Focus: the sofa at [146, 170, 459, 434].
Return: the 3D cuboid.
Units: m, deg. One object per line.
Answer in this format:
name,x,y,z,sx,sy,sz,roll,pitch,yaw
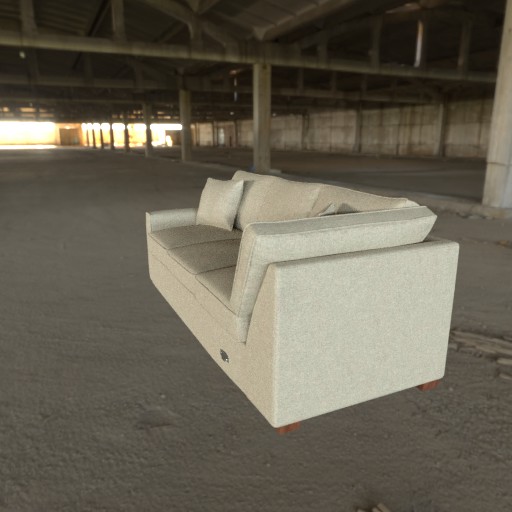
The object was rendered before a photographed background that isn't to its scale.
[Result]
sofa,0.000,0.000,2.937,1.061,0.962,2.317,-7,17,-25
